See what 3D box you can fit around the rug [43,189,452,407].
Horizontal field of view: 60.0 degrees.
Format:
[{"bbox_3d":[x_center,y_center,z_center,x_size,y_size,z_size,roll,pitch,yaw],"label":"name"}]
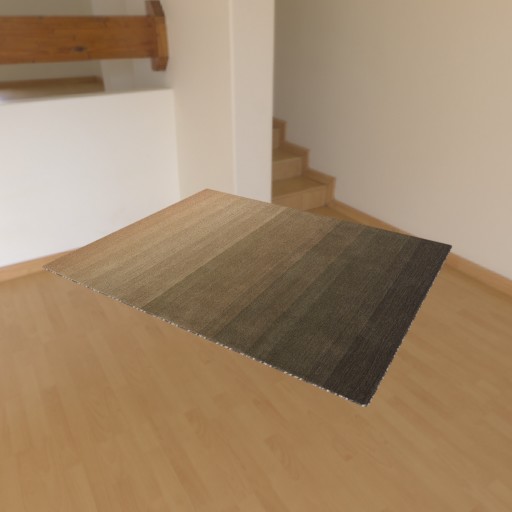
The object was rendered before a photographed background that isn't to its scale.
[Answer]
[{"bbox_3d":[0.000,0.000,3.968,2.902,0.017,2.306,17,33,28],"label":"rug"}]
